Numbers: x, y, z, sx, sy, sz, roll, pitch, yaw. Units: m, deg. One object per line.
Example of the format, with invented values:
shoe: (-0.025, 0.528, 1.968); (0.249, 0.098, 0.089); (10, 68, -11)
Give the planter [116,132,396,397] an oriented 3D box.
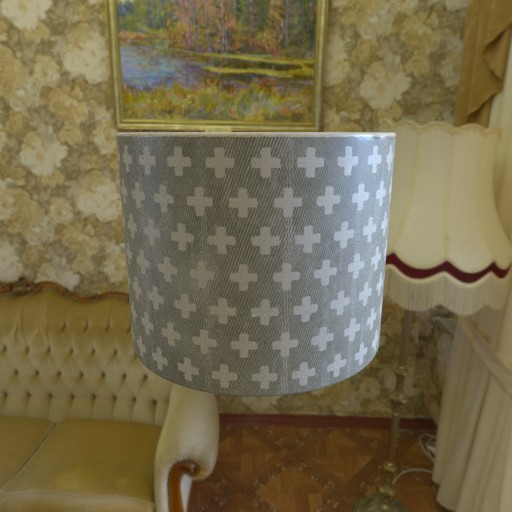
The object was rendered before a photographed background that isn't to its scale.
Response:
planter: (0.000, 0.000, 0.338); (0.190, 0.181, 0.190); (0, 15, 0)
